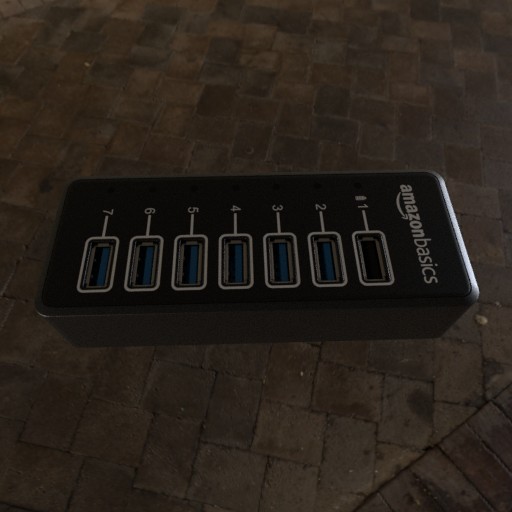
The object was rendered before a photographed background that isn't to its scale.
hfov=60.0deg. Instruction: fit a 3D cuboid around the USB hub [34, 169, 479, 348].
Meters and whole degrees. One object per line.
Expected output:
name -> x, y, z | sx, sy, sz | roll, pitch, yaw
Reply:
USB hub -> 0.000, 0.000, 0.127 | 0.110, 0.023, 0.044 | -1, 59, -1
